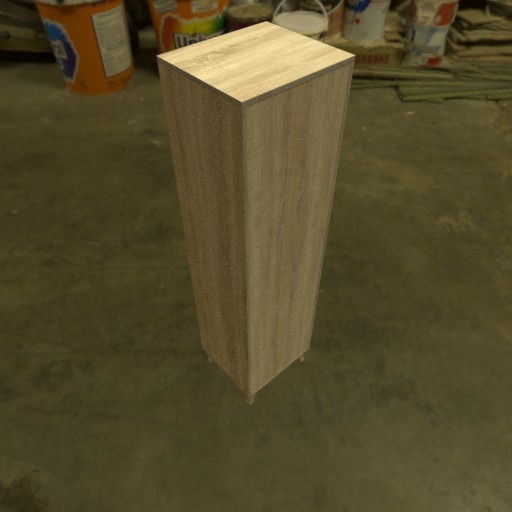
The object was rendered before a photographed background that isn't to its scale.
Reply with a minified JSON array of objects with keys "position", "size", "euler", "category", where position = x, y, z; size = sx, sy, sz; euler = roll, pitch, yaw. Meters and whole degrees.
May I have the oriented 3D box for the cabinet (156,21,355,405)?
[{"position":[0.000,0.000,2.215],"size":[0.510,1.960,0.450],"euler":[-32,54,-28],"category":"cabinet"}]
